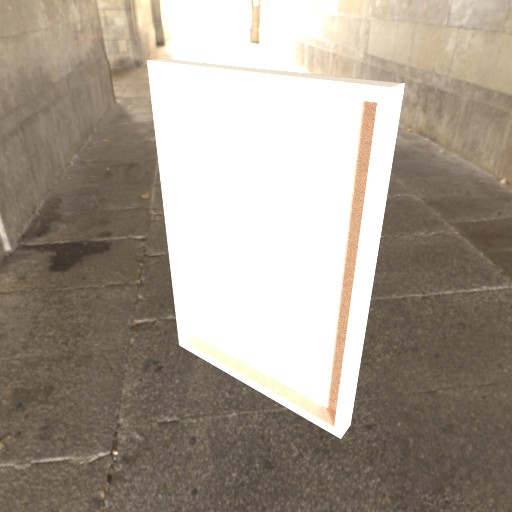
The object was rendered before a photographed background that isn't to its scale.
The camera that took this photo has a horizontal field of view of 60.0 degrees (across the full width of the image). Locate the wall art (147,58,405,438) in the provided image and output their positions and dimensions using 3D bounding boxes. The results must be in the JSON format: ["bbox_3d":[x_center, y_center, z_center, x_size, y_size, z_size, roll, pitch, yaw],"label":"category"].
[{"bbox_3d":[0.000,0.000,0.780,0.418,0.608,0.038,21,36,31],"label":"wall art"}]
